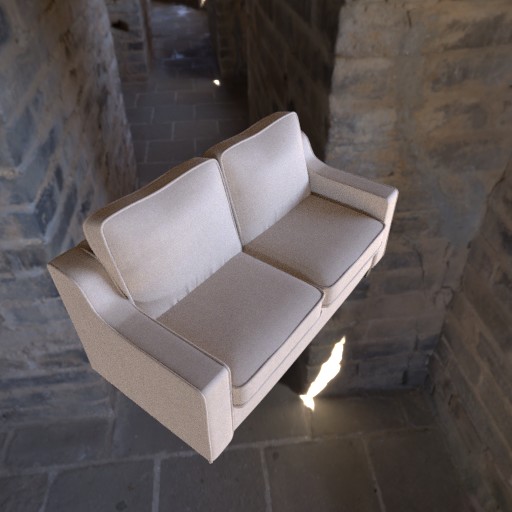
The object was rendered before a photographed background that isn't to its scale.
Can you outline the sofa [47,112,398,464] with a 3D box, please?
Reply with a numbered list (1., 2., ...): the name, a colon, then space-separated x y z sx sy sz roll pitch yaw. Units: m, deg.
1. sofa: 0.000 0.000 3.537 1.351 1.562 2.587 26 46 27
